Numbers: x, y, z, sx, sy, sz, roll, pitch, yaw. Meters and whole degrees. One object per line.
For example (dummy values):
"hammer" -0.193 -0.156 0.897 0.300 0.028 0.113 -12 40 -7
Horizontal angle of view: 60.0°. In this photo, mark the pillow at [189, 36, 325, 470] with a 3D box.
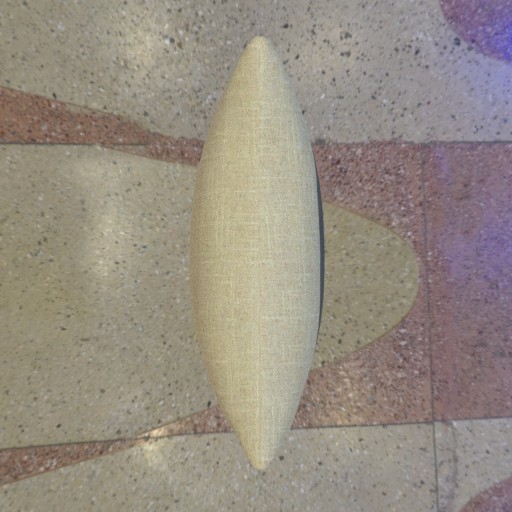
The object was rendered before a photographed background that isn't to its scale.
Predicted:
"pillow" 0.000 0.000 0.616 0.173 0.399 0.414 0 88 -1
